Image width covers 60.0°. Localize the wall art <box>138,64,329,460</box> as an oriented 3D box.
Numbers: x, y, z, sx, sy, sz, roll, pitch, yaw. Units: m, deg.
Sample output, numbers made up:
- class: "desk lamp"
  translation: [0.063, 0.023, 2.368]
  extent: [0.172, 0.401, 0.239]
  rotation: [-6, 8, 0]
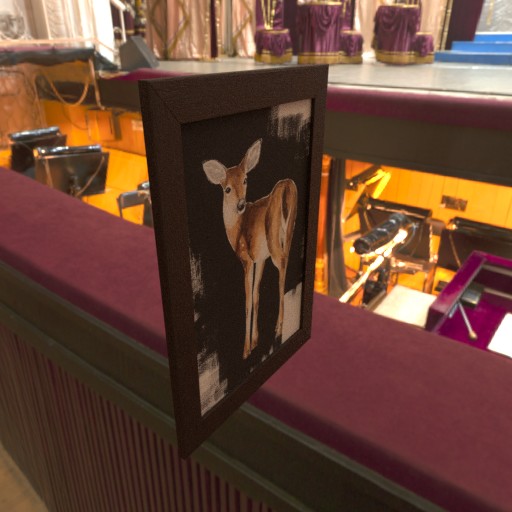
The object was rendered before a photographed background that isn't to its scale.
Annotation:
- class: "wall art"
  translation: [0.000, 0.000, 0.655]
  extent: [0.013, 0.508, 0.359]
  rotation: [18, 31, 32]
